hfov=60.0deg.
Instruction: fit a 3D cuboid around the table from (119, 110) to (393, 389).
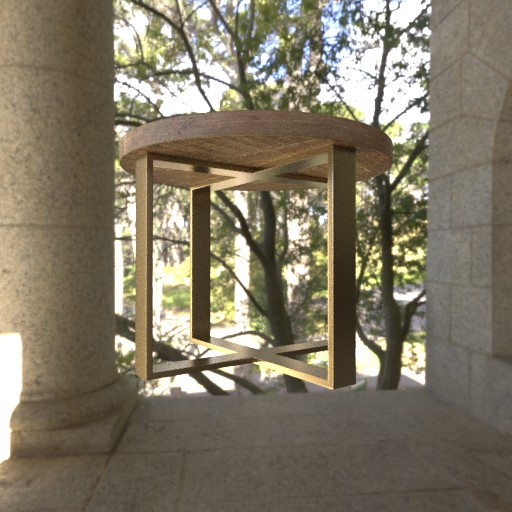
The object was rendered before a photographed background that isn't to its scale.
[{"bbox_3d":[0.000,0.000,0.944,0.557,0.437,0.557,0,0,0],"label":"table"}]
